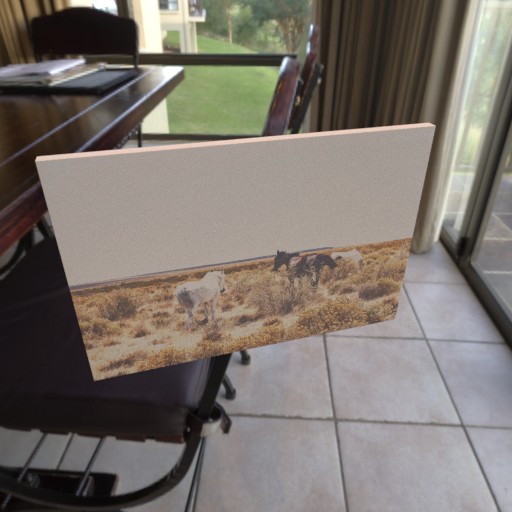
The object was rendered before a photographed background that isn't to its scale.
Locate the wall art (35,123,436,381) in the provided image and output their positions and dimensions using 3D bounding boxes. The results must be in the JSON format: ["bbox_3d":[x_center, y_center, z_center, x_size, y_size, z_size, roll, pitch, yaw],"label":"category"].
[{"bbox_3d":[0.000,0.000,1.915,1.520,1.016,0.051,-9,32,-14],"label":"wall art"}]
